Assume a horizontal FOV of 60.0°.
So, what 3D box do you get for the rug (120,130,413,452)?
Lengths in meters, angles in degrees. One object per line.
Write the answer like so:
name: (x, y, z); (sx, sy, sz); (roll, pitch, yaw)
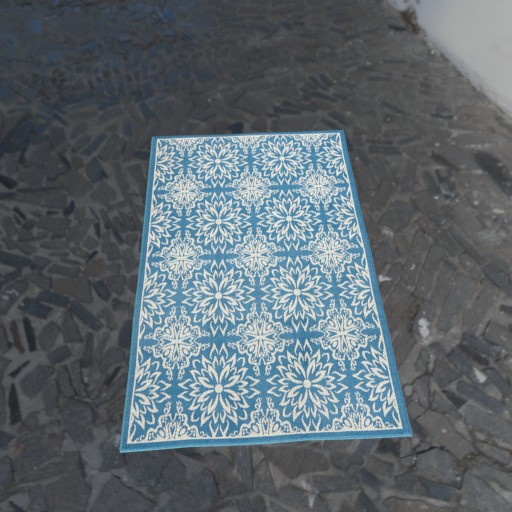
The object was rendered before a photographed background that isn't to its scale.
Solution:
rug: (0.000, 0.000, 3.494); (1.830, 0.018, 2.769); (-3, 58, -2)
